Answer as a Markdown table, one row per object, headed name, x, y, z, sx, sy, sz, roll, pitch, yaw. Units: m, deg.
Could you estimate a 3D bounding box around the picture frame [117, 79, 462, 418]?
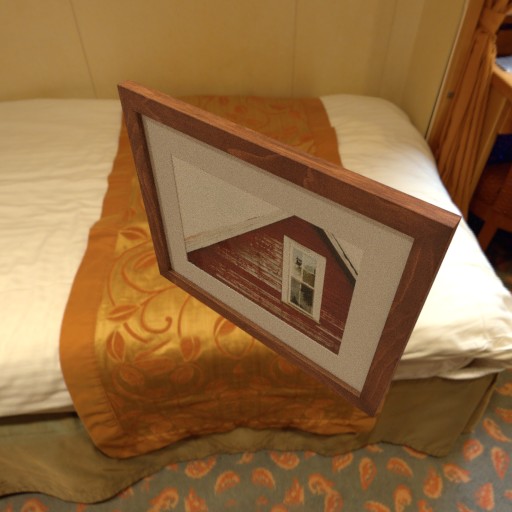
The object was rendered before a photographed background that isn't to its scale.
| name | x | y | z | sx | sy | sz | roll | pitch | yaw |
| --- | --- | --- | --- | --- | --- | --- | --- | --- | --- |
| picture frame | 0.000 | 0.000 | 0.764 | 0.559 | 0.457 | 0.025 | 30 | 52 | 26 |
